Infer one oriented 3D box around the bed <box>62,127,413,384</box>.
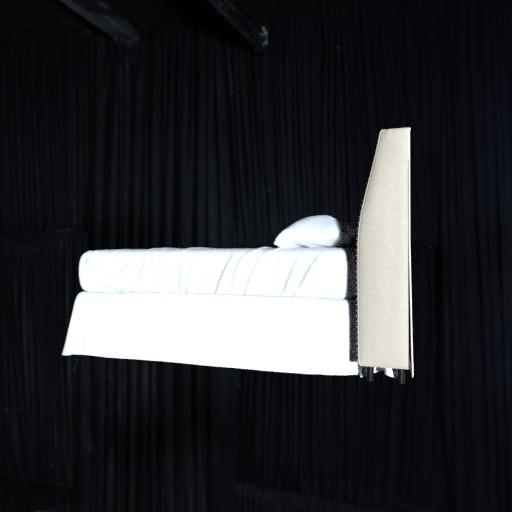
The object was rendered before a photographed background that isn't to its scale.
[{"bbox_3d":[0.000,0.000,3.474,2.276,1.332,1.925,0,0,18],"label":"bed"}]
